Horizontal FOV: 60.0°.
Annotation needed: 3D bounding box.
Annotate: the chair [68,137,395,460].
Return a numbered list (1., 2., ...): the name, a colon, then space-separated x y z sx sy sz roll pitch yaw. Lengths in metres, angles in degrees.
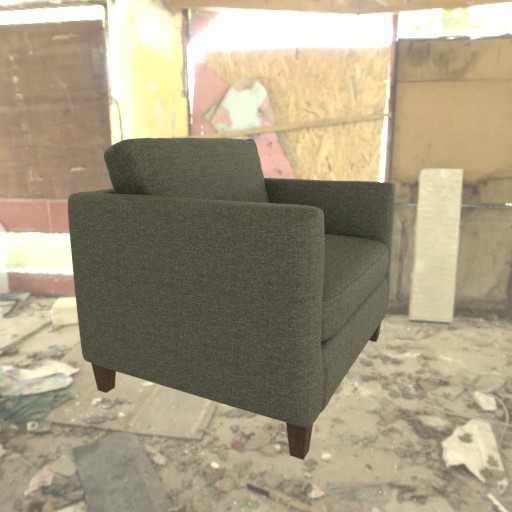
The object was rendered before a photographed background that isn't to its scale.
1. chair: 0.000 0.000 1.842 0.959 0.963 1.107 7 15 27
